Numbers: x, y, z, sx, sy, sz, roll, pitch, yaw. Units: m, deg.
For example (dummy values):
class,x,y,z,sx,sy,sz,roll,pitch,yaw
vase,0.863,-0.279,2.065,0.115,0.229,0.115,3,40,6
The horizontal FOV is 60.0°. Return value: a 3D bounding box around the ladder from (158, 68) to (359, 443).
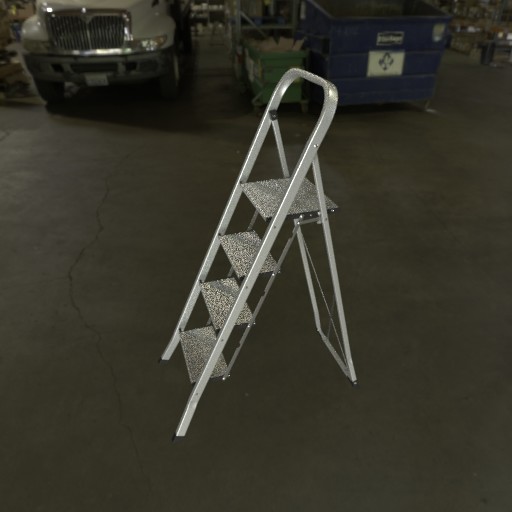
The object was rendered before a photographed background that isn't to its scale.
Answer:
class,x,y,z,sx,sy,sz,roll,pitch,yaw
ladder,0.000,0.000,1.687,0.830,1.290,0.465,-9,33,-15
